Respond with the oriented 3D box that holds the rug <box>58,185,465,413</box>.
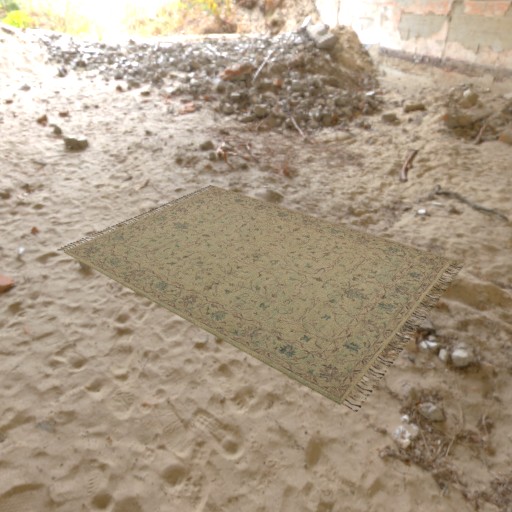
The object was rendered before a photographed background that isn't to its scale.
[{"bbox_3d":[0.000,0.000,2.360,1.802,0.008,1.247,22,37,32],"label":"rug"}]
